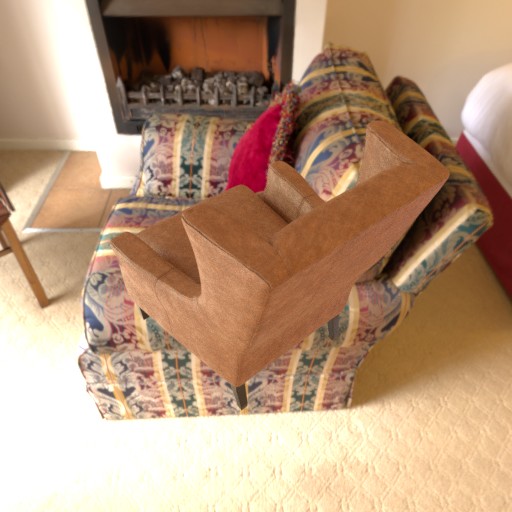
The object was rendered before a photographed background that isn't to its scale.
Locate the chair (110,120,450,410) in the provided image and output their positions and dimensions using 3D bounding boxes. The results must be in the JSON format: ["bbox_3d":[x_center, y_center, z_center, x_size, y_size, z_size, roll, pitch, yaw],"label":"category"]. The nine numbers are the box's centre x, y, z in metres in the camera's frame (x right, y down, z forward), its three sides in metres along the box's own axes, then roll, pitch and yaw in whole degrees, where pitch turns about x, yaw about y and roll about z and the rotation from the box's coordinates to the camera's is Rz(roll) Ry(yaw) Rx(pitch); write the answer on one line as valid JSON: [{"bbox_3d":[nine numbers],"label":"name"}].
[{"bbox_3d":[0.000,0.000,1.680,0.853,1.016,0.926,-30,52,-27],"label":"chair"}]
